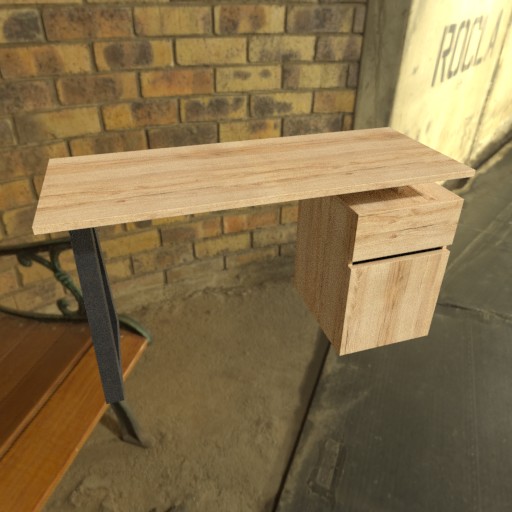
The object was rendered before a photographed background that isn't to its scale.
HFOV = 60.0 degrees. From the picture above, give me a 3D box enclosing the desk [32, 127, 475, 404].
[{"bbox_3d":[0.000,0.000,1.761,1.400,0.760,0.550,-9,33,-15],"label":"desk"}]
